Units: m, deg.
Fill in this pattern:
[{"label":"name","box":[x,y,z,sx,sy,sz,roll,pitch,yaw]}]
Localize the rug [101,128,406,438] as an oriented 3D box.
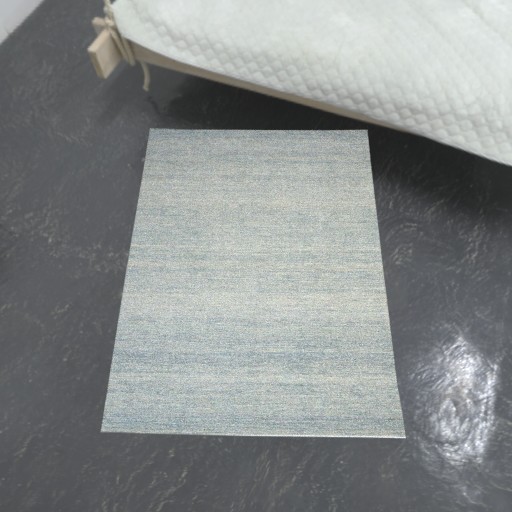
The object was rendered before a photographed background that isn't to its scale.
[{"label":"rug","box":[0.000,0.000,4.280,2.461,0.046,3.237,1,63,0]}]
